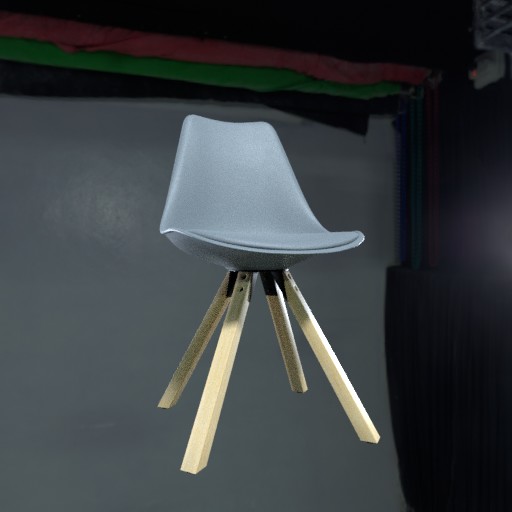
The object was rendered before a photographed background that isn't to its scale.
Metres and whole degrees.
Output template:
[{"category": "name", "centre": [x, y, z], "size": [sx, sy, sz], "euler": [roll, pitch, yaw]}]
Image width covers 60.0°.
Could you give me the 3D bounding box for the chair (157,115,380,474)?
[{"category": "chair", "centre": [0.000, 0.000, 1.152], "size": [0.485, 0.850, 0.549], "euler": [0, 1, -19]}]
